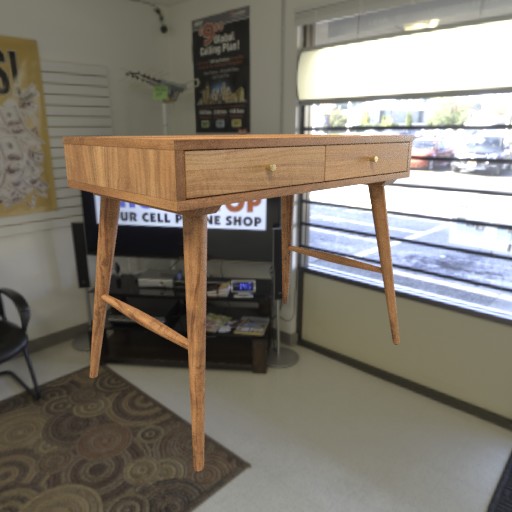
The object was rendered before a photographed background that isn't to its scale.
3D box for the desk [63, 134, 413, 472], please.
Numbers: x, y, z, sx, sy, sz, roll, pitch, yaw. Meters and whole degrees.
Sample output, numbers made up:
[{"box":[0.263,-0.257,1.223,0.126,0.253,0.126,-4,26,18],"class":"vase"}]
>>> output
[{"box":[0.000,0.000,1.450,0.949,0.758,0.588,-15,22,-42],"class":"desk"}]
